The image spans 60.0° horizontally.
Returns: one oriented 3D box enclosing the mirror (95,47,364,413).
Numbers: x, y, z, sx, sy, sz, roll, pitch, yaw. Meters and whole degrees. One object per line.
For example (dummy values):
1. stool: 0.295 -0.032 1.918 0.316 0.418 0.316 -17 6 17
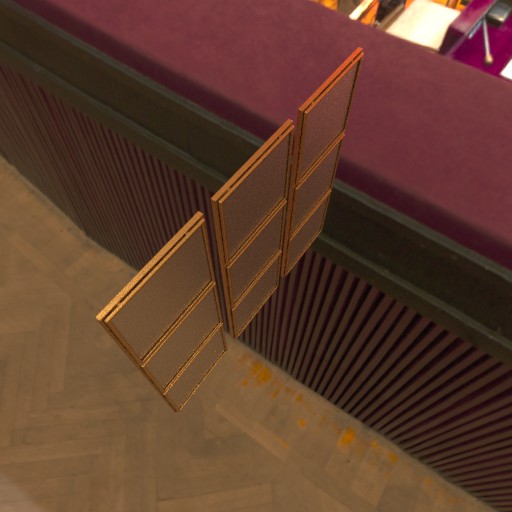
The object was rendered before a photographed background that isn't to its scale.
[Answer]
1. mirror: 0.000 0.000 1.447 0.023 0.926 1.011 32 65 17
